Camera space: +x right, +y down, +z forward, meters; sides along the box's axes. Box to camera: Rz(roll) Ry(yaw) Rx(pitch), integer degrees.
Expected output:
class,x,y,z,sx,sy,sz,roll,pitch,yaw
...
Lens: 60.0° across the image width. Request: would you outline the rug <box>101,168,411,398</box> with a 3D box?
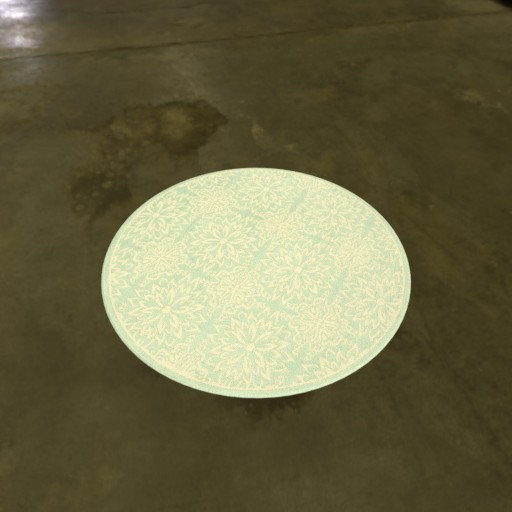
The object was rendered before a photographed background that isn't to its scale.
class,x,y,z,sx,sy,sz,roll,pitch,yaw
rug,0.000,0.000,2.346,1.593,0.012,1.593,0,46,0
